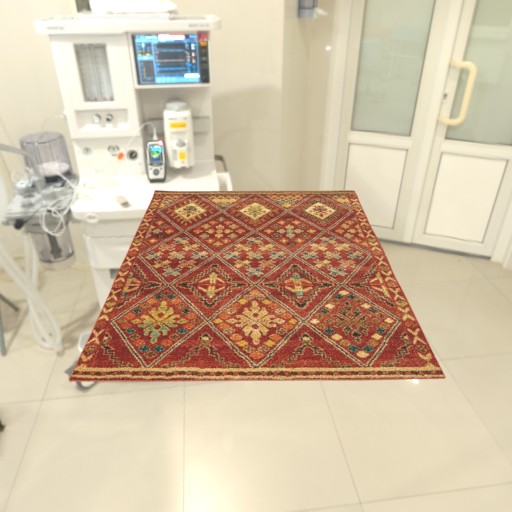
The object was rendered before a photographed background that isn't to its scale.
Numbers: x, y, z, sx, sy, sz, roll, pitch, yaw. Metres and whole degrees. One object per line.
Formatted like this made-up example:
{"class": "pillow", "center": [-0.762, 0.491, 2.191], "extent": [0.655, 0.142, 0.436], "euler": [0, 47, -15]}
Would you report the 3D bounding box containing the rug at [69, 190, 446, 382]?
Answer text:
{"class": "rug", "center": [0.000, 0.000, 4.214], "extent": [2.489, 0.030, 3.086], "euler": [0, 32, 0]}
